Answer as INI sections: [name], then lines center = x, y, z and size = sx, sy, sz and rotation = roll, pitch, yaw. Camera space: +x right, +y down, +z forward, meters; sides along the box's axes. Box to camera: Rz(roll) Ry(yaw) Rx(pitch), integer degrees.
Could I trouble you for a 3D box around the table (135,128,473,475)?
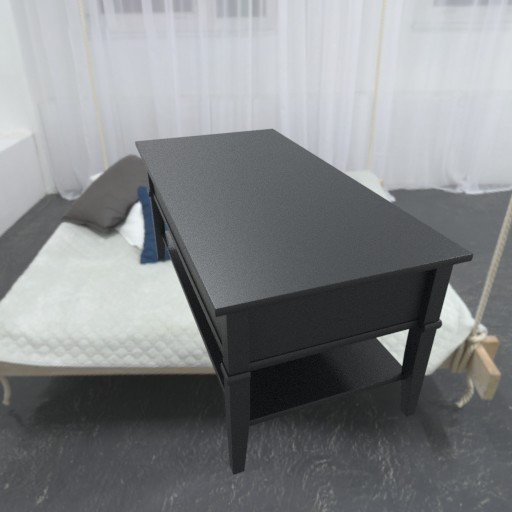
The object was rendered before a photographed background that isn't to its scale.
[table]
center = 0.000, 0.000, 1.329
size = 0.523, 0.470, 1.044
rotation = -10, 32, -17
